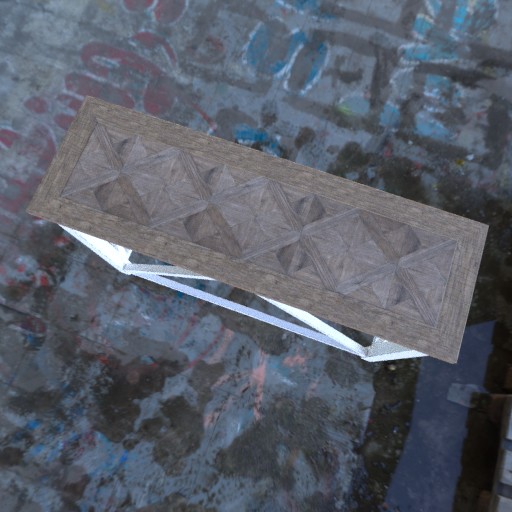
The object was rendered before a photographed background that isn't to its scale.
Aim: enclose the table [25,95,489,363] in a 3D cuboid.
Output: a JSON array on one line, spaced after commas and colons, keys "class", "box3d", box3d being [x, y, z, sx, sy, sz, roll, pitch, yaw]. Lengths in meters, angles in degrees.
[{"class": "table", "box3d": [0.000, 0.000, 1.853, 1.400, 0.930, 0.450, 19, 76, 5]}]
